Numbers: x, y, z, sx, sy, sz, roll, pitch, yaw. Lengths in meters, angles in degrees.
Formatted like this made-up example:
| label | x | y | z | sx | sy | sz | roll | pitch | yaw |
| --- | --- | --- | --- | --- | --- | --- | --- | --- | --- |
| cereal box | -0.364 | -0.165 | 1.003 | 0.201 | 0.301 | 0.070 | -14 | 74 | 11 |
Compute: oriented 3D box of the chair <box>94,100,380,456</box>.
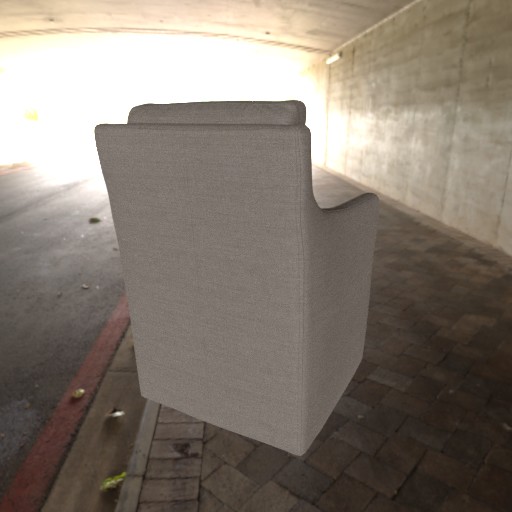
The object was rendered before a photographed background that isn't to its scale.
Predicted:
| label | x | y | z | sx | sy | sz | roll | pitch | yaw |
| --- | --- | --- | --- | --- | --- | --- | --- | --- | --- |
| chair | 0.000 | 0.000 | 1.402 | 0.626 | 0.914 | 0.694 | 9 | 20 | 27 |
